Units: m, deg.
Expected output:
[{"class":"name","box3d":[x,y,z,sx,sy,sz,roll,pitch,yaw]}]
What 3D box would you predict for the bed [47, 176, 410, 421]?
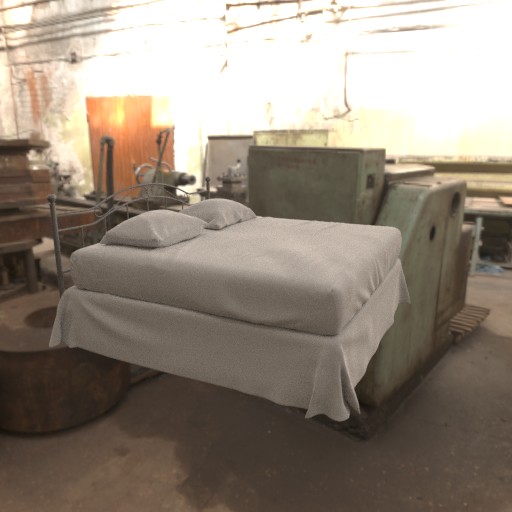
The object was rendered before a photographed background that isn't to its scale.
[{"class":"bed","box3d":[0.000,0.000,3.557,2.220,1.080,2.309,7,16,26]}]
